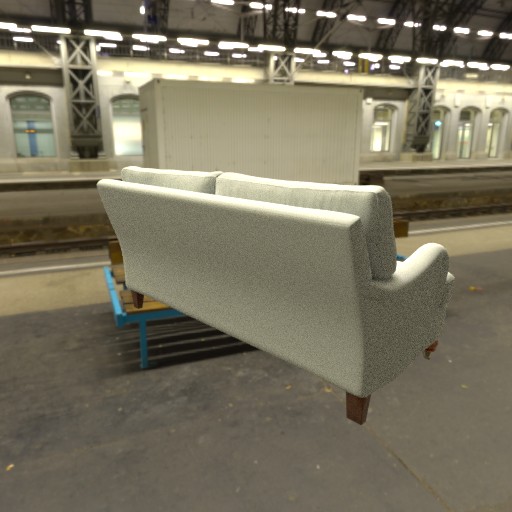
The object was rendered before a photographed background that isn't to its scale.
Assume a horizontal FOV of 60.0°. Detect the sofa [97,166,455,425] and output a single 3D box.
[{"bbox_3d":[0.000,0.000,2.846,1.069,1.096,2.193,-14,21,-43],"label":"sofa"}]
